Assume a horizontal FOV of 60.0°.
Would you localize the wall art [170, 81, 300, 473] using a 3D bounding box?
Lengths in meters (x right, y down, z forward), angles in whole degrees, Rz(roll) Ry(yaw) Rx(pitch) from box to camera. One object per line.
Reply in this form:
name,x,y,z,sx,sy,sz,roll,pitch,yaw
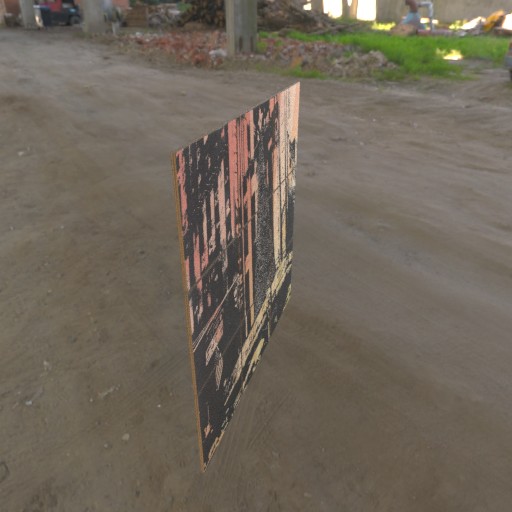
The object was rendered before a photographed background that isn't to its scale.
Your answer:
wall art,0.000,0.000,1.404,0.010,0.917,0.919,10,31,17
